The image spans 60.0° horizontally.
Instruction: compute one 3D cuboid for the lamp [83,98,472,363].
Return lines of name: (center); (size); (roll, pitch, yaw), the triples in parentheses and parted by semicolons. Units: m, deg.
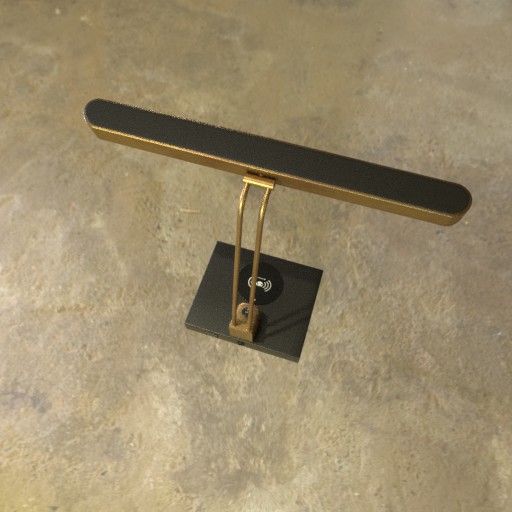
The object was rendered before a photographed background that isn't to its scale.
lamp: (0.000, 0.000, 0.578); (0.412, 0.345, 0.156); (16, 65, 8)
